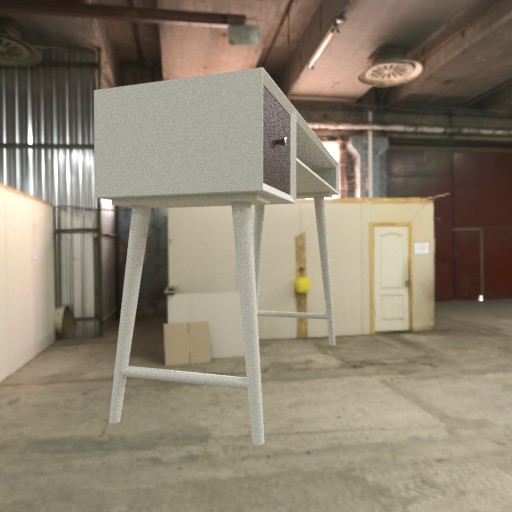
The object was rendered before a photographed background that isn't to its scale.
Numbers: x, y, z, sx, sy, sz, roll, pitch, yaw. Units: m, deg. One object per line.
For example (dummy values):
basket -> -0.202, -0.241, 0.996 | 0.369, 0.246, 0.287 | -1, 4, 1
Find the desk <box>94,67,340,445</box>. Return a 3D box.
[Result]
desk -> 0.000, 0.000, 1.444 | 0.409, 0.761, 1.069 | 0, 1, 19
